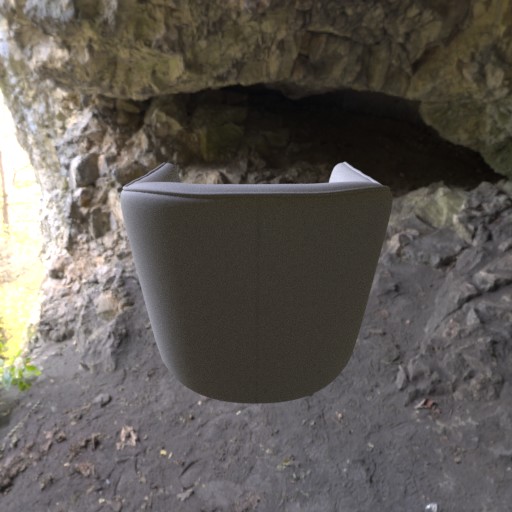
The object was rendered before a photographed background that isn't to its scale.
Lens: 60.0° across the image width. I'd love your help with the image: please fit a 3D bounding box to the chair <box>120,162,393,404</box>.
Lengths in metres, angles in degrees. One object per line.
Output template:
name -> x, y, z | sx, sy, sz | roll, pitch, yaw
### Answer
chair -> 0.000, 0.000, 1.450 | 0.747, 0.799, 0.875 | 0, 30, 0
